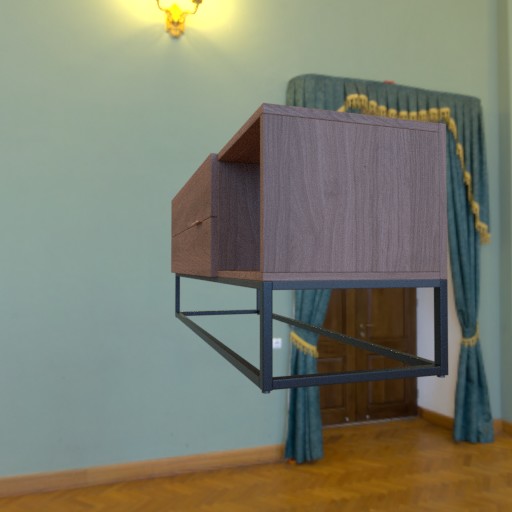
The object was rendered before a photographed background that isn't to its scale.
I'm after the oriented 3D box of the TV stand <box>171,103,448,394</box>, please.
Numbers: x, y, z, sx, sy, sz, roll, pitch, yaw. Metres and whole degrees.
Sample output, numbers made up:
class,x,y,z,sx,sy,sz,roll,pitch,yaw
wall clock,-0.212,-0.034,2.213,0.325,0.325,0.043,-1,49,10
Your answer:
class,x,y,z,sx,sy,sz,roll,pitch,yaw
TV stand,0.000,0.000,1.383,0.415,0.500,1.200,0,-1,-17
